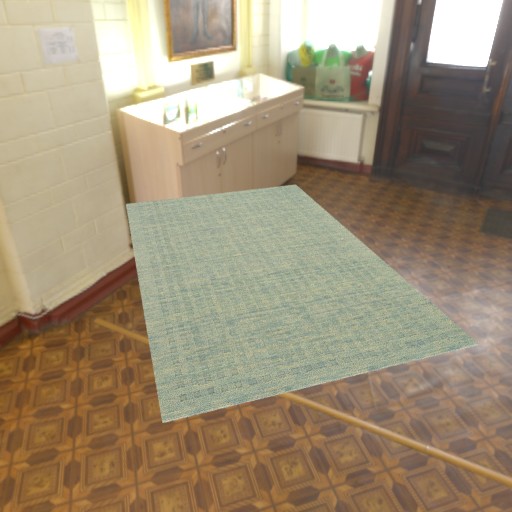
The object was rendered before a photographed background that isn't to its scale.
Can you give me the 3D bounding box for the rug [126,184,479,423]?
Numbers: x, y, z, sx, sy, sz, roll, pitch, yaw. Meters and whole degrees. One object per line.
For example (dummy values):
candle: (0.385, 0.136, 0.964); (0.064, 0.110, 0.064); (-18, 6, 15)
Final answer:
rug: (0.000, 0.000, 2.191); (1.142, 0.006, 1.752); (-9, 30, -15)
